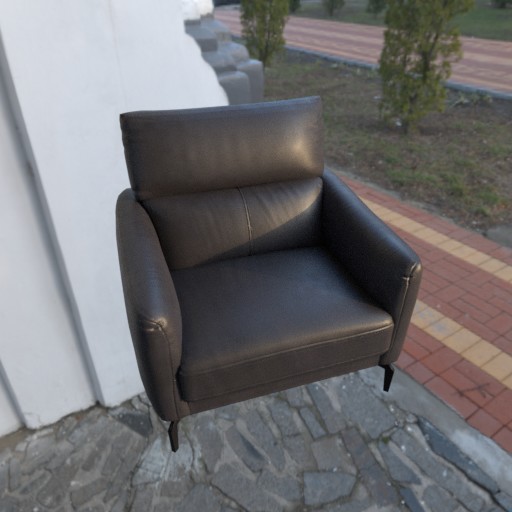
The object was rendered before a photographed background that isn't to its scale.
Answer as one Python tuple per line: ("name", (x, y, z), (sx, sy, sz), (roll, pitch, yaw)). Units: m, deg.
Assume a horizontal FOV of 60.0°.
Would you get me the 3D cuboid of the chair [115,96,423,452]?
("chair", (0.000, 0.000, 1.653), (0.976, 0.949, 0.809), (-10, 34, -15))
